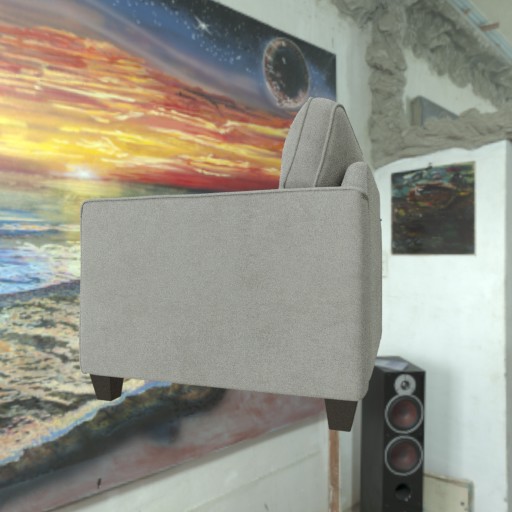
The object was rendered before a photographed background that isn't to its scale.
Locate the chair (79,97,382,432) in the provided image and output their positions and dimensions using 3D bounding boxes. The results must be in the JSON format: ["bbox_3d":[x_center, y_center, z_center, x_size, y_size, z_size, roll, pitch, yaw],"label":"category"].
[{"bbox_3d":[0.000,0.000,1.778,0.939,0.965,1.015,0,0,18],"label":"chair"}]
